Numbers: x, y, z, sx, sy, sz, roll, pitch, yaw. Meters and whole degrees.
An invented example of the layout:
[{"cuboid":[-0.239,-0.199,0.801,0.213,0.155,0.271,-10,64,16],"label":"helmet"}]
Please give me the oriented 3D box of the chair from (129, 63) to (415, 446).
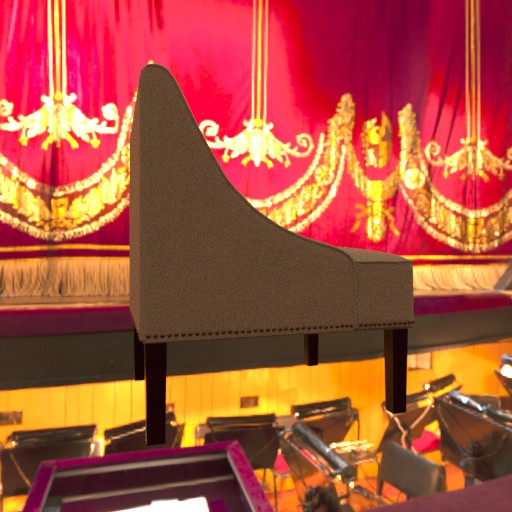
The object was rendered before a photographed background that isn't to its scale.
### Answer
[{"cuboid":[0.000,0.000,1.393,0.748,0.872,0.628,0,0,-18],"label":"chair"}]
